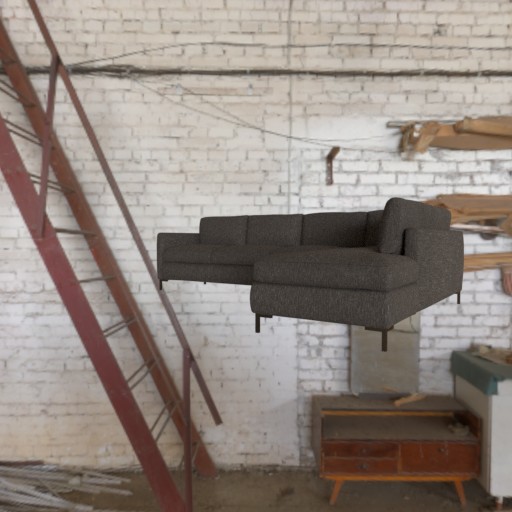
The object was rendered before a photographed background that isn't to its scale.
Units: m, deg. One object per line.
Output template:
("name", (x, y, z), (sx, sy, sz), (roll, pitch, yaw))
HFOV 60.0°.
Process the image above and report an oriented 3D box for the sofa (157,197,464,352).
("sofa", (0.000, 0.000, 3.751), (2.949, 0.815, 2.007), (2, 3, 35))
